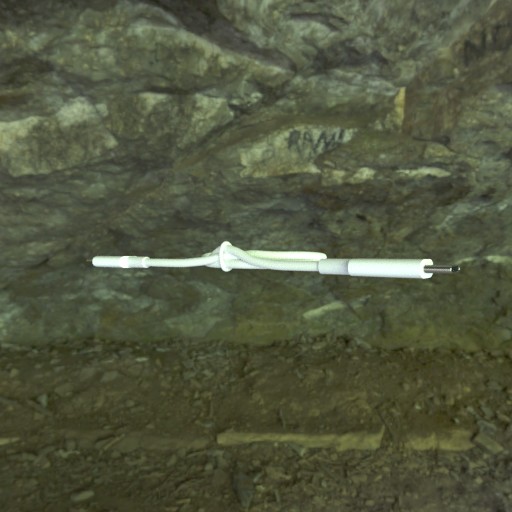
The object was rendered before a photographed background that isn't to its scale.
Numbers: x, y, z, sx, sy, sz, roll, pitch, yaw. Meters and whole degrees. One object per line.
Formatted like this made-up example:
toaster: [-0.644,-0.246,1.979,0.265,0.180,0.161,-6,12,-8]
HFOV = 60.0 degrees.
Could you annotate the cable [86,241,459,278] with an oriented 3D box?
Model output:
cable: [0.000,0.000,0.226,0.203,0.014,0.070,0,1,37]
